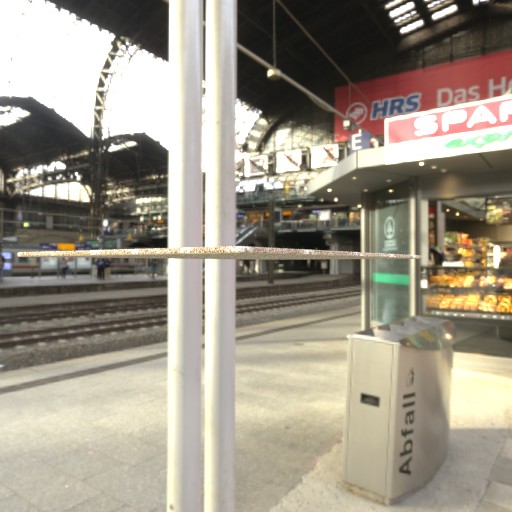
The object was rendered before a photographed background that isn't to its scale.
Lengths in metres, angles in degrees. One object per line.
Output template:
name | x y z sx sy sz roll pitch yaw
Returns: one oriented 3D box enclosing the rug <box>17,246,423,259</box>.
rug | 0.000 0.000 3.405 1.778 0.030 2.743 -1 -1 35
